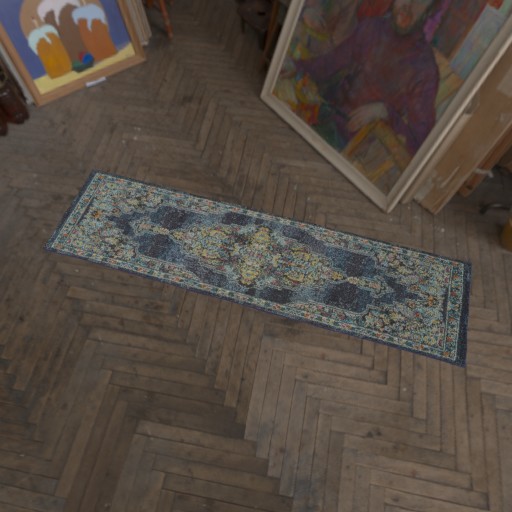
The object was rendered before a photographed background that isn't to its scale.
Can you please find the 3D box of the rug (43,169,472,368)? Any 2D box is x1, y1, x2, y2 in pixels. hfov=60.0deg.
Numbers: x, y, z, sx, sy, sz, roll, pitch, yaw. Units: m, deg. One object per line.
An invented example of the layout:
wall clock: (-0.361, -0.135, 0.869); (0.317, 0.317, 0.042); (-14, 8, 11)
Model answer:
rug: (0.000, 0.000, 2.428); (2.283, 0.016, 0.602); (15, 62, 8)
